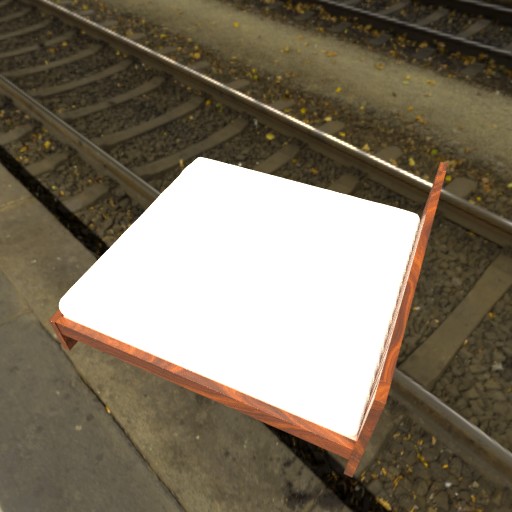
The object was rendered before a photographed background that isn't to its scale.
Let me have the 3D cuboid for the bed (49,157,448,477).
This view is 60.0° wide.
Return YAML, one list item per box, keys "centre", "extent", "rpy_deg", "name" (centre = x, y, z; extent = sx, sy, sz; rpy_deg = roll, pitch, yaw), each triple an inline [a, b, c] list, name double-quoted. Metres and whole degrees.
- centre: [0.000, 0.000, 3.042]
  extent: [2.030, 0.890, 1.905]
  rpy_deg: [18, 48, 17]
  name: "bed"
